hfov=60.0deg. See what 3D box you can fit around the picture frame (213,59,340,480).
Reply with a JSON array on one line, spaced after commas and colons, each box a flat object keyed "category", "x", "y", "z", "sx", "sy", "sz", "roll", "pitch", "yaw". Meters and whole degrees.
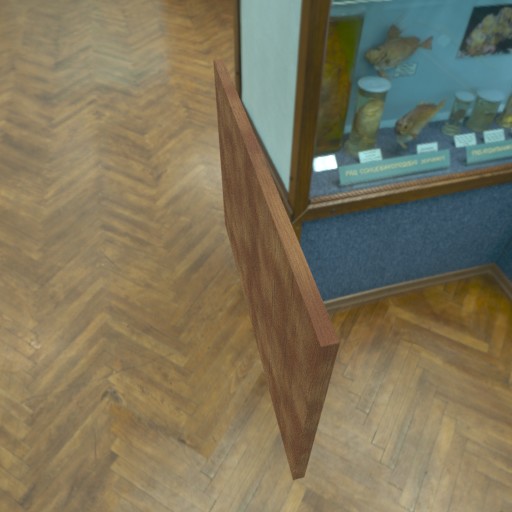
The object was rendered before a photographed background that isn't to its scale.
[{"category": "picture frame", "x": 0.000, "y": 0.000, "z": 1.184, "sx": 0.029, "sy": 0.640, "sz": 0.950, "roll": -10, "pitch": 49, "yaw": -9}]
